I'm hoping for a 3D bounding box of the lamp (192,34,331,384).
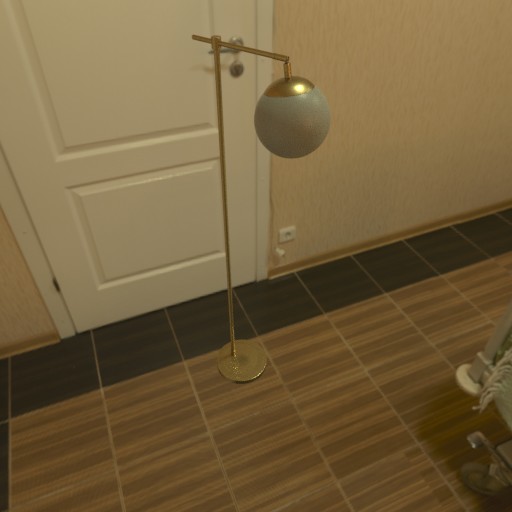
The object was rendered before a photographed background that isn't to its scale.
[{"bbox_3d":[0.000,0.000,1.693,0.476,1.505,0.249,27,47,28],"label":"lamp"}]
